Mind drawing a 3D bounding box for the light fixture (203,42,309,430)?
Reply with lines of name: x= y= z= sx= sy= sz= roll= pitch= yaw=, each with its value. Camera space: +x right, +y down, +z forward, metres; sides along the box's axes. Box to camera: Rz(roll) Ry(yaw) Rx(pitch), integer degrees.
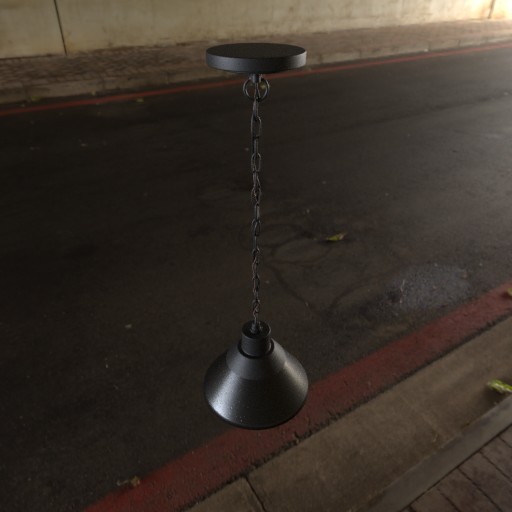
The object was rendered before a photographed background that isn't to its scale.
light fixture: x=0.000 y=0.000 z=0.690 sx=0.201 sy=0.588 sz=0.201 roll=0 pitch=33 yaw=0
